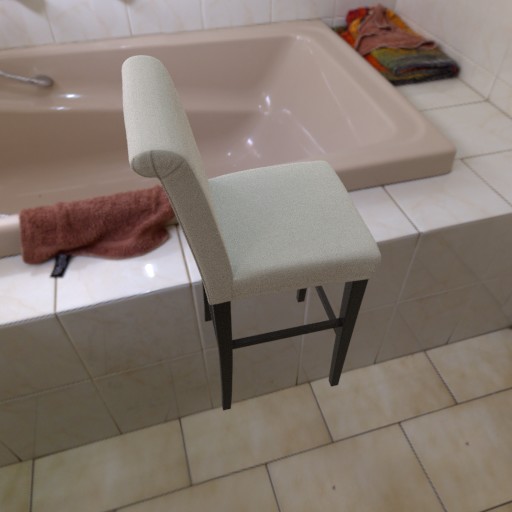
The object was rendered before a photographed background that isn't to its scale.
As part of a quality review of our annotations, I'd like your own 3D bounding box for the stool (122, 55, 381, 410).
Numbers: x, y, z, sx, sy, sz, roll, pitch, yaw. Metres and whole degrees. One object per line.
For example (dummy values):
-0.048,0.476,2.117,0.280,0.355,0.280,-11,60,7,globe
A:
0.000,0.000,1.402,0.597,1.124,0.452,-10,47,-9,stool
